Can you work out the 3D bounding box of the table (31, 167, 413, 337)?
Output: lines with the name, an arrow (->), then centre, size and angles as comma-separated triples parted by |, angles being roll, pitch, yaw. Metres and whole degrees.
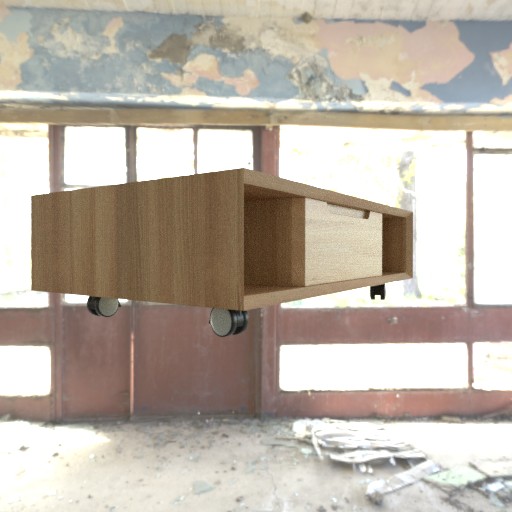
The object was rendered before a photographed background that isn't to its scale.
table -> 0.000, 0.000, 1.437 | 0.700, 0.330, 1.100 | 1, 1, 34
